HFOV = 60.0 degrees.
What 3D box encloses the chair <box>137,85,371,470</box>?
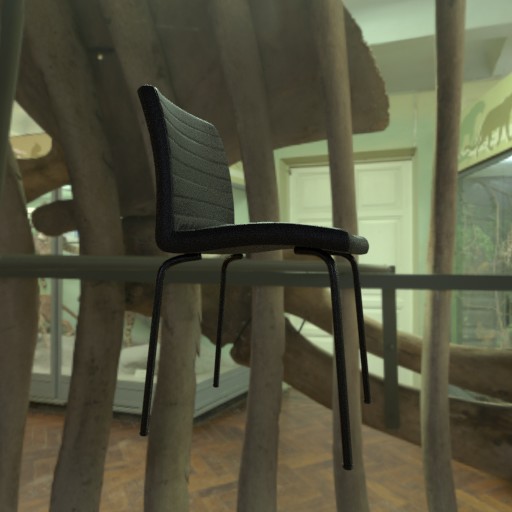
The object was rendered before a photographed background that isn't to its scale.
[{"bbox_3d":[0.000,0.000,1.201,0.572,0.872,0.450,0,0,19],"label":"chair"}]
